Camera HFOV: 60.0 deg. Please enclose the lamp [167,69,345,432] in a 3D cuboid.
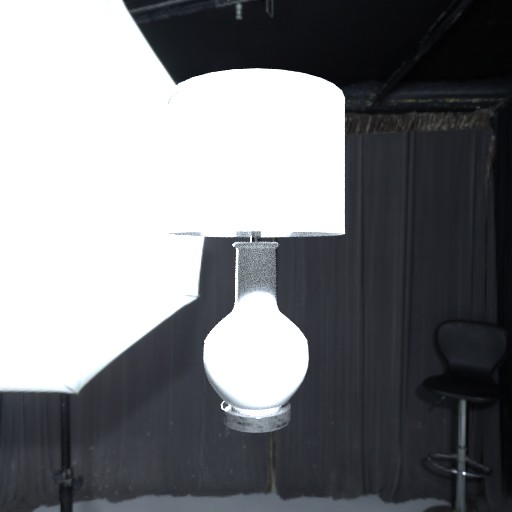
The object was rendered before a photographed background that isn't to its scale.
[{"bbox_3d":[0.000,0.000,0.911,0.357,0.673,0.357,0,1,-1],"label":"lamp"}]
